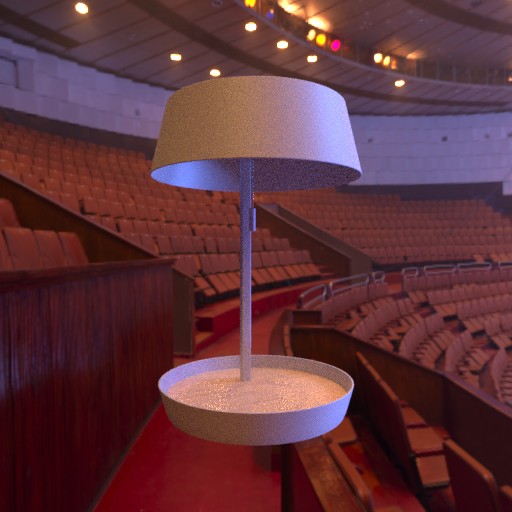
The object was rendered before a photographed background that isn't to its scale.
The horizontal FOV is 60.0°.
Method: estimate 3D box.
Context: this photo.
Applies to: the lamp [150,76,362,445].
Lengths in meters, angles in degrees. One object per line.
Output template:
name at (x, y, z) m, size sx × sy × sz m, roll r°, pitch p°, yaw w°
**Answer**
lamp at (0.000, 0.000, 0.626) m, size 0.291 × 0.429 × 0.291 m, roll 0°, pitch 1°, yaw 0°
